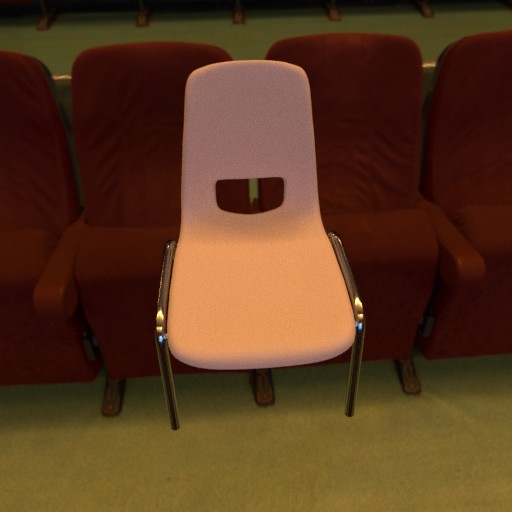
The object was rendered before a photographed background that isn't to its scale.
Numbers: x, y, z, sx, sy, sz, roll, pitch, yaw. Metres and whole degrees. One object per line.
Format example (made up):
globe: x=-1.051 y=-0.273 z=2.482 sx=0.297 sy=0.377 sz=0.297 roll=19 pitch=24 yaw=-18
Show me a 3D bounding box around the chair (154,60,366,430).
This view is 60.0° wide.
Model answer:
chair: x=0.000 y=0.000 z=0.786 sx=0.354 sy=0.537 sz=0.385 roll=-3 pitch=47 yaw=-3
